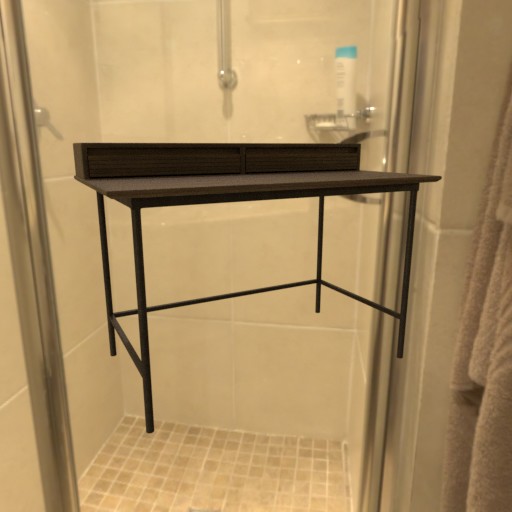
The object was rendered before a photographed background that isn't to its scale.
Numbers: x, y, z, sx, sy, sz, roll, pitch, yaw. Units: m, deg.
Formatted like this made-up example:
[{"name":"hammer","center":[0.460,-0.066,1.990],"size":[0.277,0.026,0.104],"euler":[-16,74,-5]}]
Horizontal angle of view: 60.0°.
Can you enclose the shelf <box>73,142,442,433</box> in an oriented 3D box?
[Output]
[{"name":"shelf","center":[0.000,0.000,1.751],"size":[1.212,0.865,0.685],"euler":[-7,16,-27]}]
